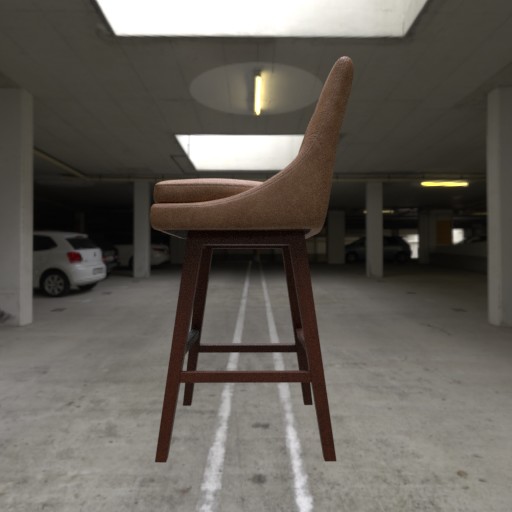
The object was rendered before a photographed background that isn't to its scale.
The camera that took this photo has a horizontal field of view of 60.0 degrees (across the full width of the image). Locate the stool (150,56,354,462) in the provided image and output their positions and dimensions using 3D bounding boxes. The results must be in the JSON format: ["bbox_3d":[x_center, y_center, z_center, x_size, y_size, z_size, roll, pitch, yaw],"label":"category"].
[{"bbox_3d":[0.000,0.000,1.402,0.572,1.079,0.487,0,-1,0],"label":"stool"}]
